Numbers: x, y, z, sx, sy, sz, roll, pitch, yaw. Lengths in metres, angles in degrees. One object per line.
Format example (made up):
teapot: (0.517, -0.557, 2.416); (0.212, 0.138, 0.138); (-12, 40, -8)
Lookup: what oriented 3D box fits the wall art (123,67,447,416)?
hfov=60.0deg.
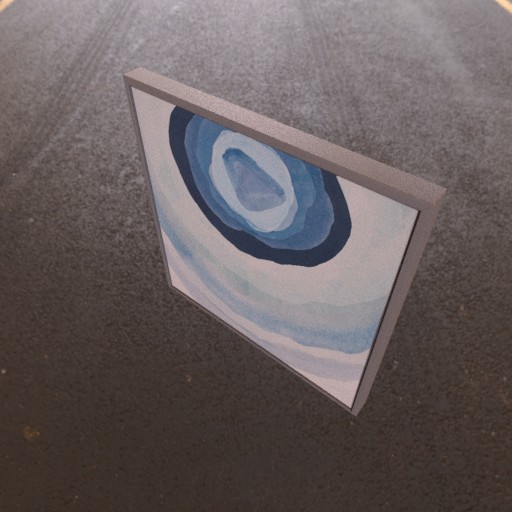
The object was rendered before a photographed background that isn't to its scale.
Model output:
wall art: (0.000, 0.000, 0.528); (0.349, 0.349, 0.028); (30, 53, 26)
